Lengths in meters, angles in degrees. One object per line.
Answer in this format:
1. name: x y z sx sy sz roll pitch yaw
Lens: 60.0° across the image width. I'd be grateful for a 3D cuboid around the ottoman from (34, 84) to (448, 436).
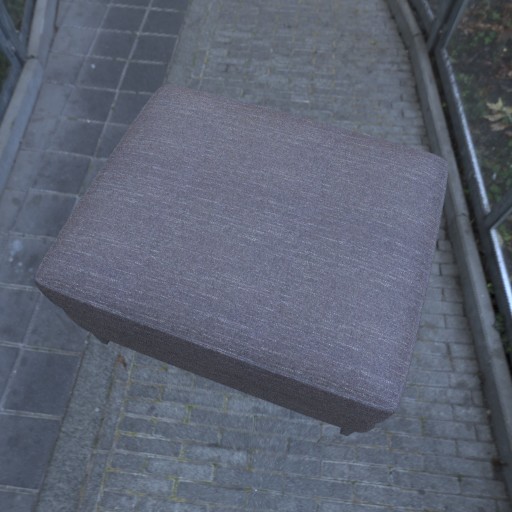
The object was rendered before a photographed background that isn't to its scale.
1. ottoman: 0.000 0.000 1.187 0.820 0.490 0.671 18 64 9
